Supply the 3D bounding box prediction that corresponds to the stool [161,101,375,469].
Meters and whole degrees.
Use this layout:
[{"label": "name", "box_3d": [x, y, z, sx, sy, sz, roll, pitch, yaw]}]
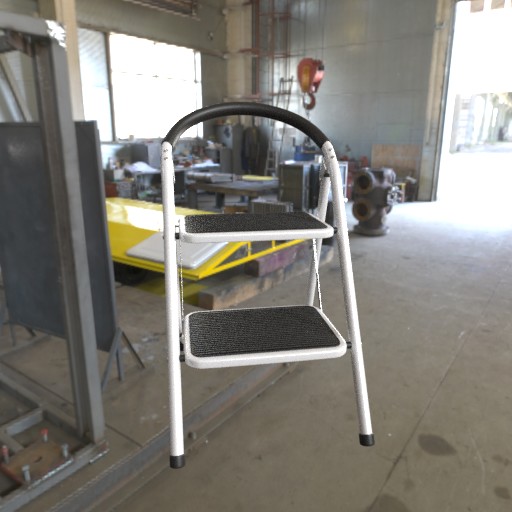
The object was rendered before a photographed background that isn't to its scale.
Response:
[{"label": "stool", "box_3d": [0.000, 0.000, 1.107, 0.453, 0.760, 0.559, -3, 16, -9]}]
